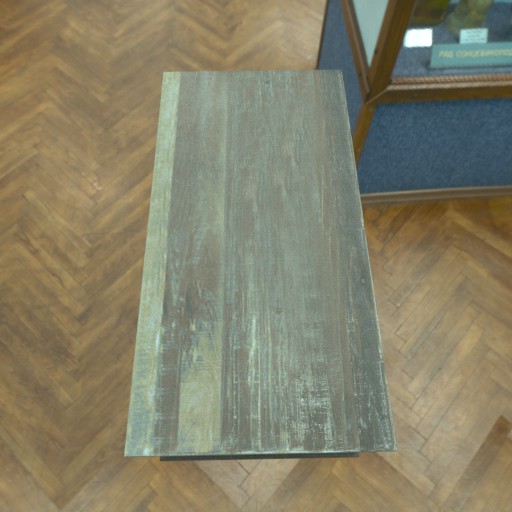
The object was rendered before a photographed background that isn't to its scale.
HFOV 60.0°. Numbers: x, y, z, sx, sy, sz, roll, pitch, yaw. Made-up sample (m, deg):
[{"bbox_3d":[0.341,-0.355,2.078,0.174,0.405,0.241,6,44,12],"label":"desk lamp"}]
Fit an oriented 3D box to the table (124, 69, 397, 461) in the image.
[{"bbox_3d":[0.000,0.000,1.317,0.554,0.399,1.088,-1,64,0],"label":"table"}]
